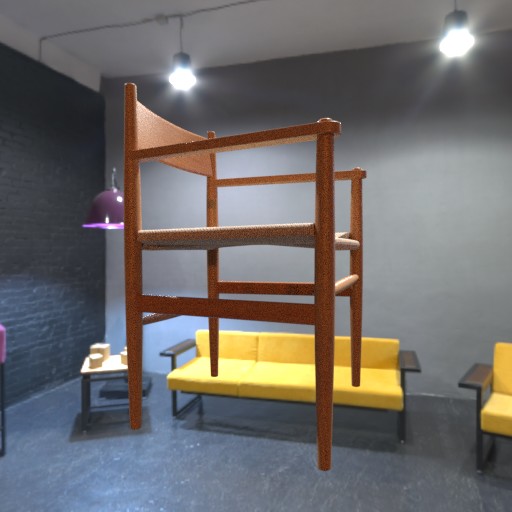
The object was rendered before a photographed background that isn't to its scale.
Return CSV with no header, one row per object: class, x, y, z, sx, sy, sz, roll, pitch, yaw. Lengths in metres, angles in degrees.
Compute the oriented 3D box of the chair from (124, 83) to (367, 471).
chair,0.000,0.000,1.114,0.495,0.762,0.556,0,1,19
